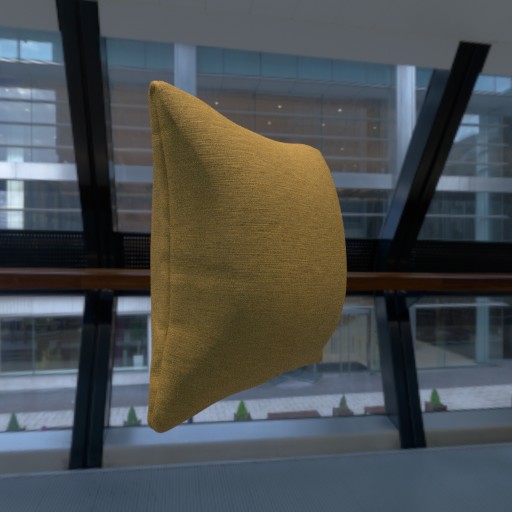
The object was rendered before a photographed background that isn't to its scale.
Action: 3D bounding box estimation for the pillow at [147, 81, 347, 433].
[{"bbox_3d":[0.000,0.000,0.694,0.247,0.417,0.435,0,0,34],"label":"pillow"}]
